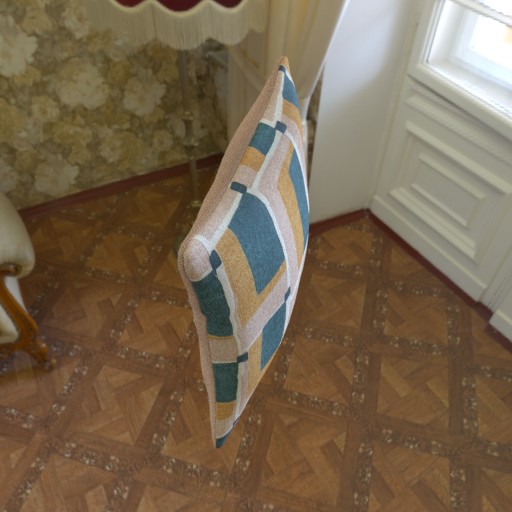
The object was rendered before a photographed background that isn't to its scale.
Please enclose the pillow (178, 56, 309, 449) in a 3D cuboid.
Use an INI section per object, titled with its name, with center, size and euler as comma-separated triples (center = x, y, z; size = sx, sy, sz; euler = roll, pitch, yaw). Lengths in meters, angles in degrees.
[pillow]
center = 0.000, 0.000, 0.743
size = 0.158, 0.479, 0.478
euler = 10, 47, 10
